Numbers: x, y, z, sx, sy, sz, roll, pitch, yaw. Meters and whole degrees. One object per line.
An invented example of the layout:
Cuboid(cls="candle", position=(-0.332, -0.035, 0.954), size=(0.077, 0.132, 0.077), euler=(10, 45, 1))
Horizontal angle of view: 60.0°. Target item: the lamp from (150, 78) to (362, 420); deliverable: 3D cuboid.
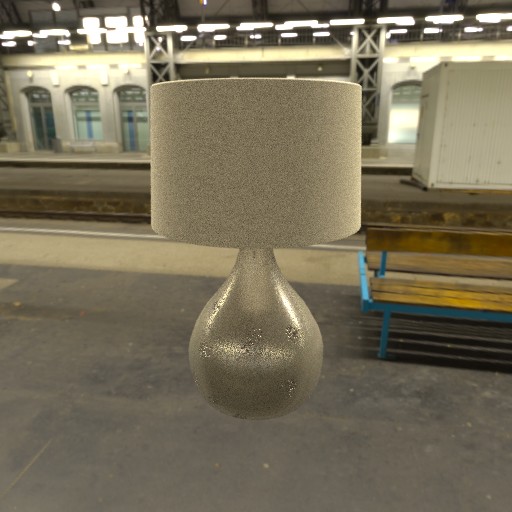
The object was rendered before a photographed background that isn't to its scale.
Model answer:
Cuboid(cls="lamp", position=(0.000, 0.000, 0.733), size=(0.330, 0.521, 0.330), euler=(0, 17, 0))
